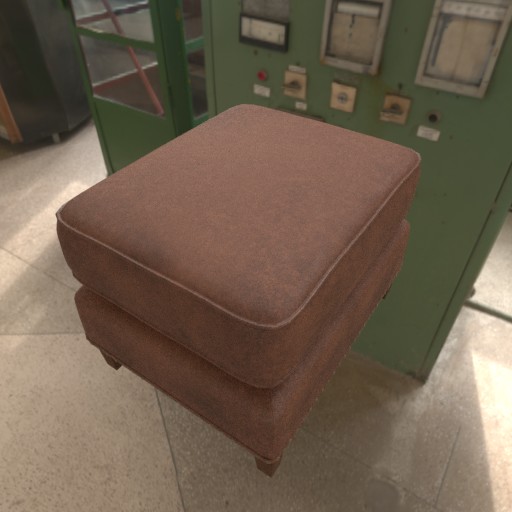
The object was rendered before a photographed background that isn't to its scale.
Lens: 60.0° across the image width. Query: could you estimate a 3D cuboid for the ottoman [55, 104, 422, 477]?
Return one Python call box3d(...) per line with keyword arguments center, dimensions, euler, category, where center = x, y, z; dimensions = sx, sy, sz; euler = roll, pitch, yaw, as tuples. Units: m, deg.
box3d(center=(0.000, 0.000, 1.136), dimensions=(0.589, 0.537, 0.738), euler=(24, 47, 25), category="ottoman")
